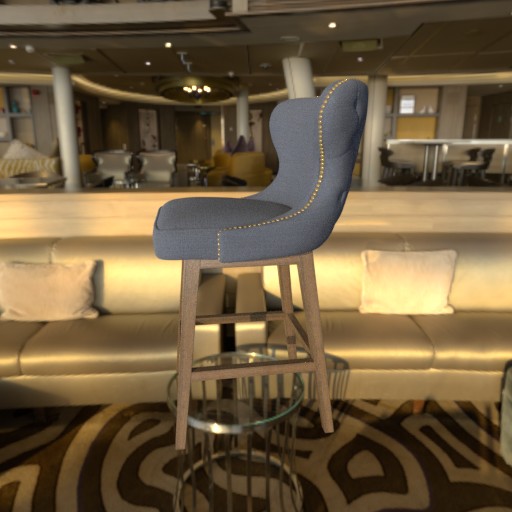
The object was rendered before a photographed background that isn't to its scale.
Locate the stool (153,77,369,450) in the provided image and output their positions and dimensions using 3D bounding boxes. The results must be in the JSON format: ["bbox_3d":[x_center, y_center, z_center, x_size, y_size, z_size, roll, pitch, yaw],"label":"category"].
[{"bbox_3d":[0.000,0.000,1.363,0.597,0.972,0.615,-2,15,-9],"label":"stool"}]
